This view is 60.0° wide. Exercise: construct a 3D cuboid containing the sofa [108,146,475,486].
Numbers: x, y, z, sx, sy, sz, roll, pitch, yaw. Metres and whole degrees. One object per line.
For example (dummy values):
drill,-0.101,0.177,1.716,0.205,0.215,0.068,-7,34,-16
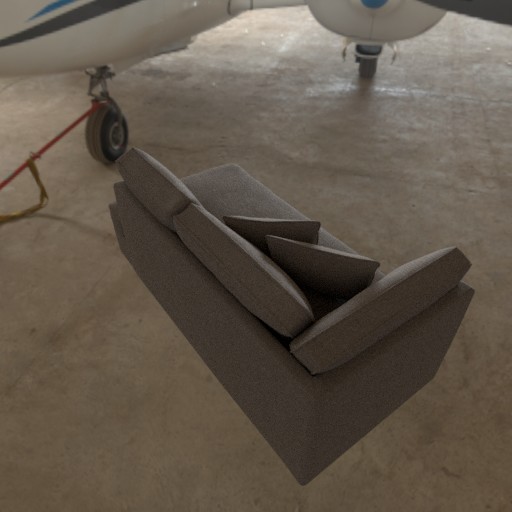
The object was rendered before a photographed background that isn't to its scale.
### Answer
sofa,0.000,0.000,2.792,1.110,1.033,2.237,-26,47,-26
